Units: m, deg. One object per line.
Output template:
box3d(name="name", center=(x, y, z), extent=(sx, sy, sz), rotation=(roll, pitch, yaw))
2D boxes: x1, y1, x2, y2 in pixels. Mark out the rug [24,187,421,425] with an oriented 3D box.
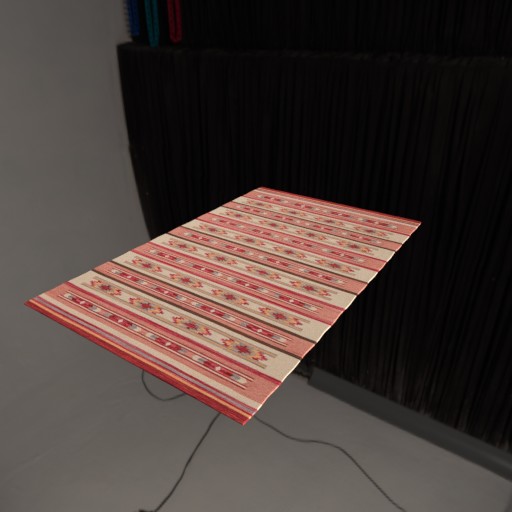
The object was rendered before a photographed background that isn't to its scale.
box3d(name="rug", center=(0.000, 0.000, 3.014), extent=(1.535, 0.010, 2.431), rotation=(17, 32, 30))
